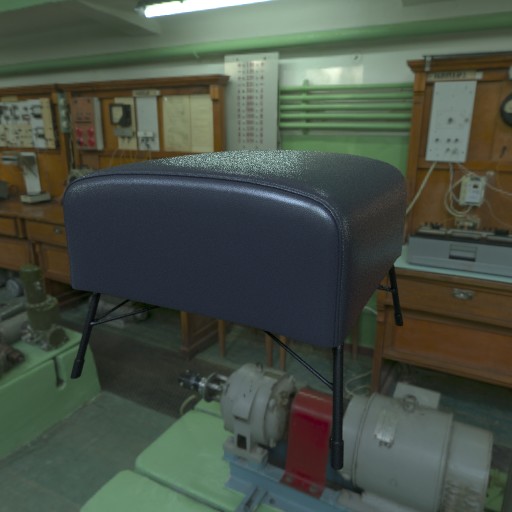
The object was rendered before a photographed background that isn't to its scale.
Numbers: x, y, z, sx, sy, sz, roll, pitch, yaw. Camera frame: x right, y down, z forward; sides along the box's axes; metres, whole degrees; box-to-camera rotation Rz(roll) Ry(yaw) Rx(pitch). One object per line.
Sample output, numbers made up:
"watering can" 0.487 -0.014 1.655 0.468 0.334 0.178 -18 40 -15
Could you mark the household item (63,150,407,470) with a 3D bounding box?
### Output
"household item" 0.000 0.000 0.894 0.530 0.410 0.530 8 18 26
